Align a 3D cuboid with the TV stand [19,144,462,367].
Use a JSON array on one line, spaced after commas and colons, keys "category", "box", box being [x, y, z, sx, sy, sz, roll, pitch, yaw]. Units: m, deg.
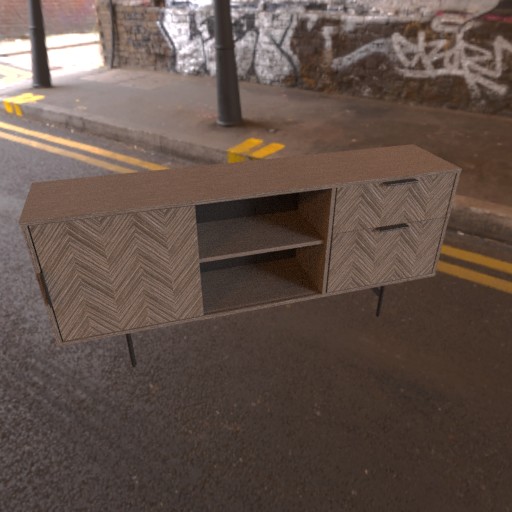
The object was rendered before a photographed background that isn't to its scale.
[{"category": "TV stand", "box": [0.000, 0.000, 2.085, 1.804, 0.787, 0.405, -9, 32, -14]}]
